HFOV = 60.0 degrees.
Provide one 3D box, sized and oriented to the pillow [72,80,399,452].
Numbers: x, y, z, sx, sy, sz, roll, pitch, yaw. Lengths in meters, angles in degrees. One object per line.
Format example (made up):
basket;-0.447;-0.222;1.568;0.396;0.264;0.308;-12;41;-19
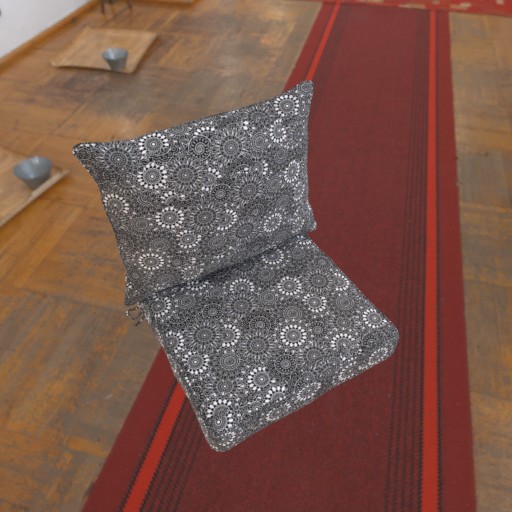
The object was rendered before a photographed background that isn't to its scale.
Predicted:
pillow;0.000;0.000;1.367;0.798;0.722;0.740;-23;50;-20
